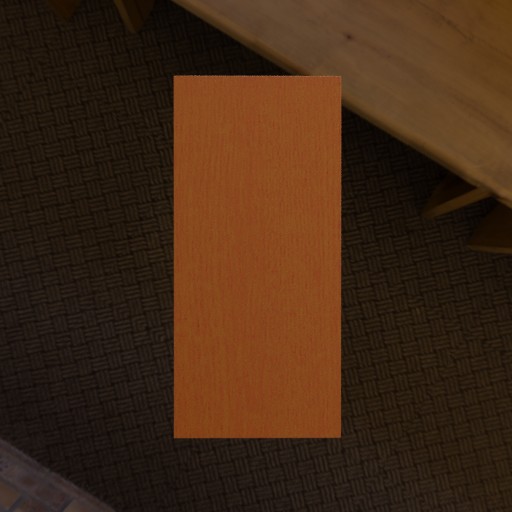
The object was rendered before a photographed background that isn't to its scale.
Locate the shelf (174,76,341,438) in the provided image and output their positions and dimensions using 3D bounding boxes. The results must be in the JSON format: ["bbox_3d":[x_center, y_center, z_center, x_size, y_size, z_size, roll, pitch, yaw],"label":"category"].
[{"bbox_3d":[0.000,0.000,1.342,0.305,1.067,0.660,0,90,0],"label":"shelf"}]
